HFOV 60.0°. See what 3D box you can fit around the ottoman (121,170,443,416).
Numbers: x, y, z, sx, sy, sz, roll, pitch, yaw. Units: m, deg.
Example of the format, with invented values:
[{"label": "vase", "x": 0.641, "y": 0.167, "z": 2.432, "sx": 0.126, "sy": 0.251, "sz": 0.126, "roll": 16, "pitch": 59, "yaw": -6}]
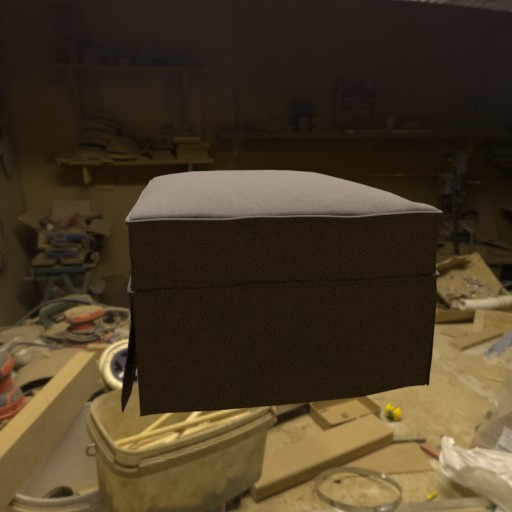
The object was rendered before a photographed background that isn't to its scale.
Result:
[{"label": "ottoman", "x": 0.000, "y": 0.000, "z": 1.322, "sx": 0.703, "sy": 0.479, "sz": 0.944, "roll": -2, "pitch": 15, "yaw": -9}]
